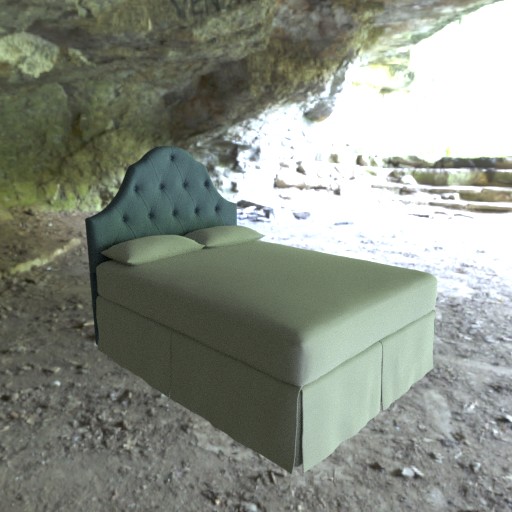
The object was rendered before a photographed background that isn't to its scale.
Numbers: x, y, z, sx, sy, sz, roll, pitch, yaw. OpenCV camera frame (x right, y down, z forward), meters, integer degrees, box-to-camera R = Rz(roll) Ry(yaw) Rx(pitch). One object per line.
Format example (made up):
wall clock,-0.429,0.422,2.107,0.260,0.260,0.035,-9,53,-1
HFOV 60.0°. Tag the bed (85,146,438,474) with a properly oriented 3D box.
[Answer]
bed,0.000,0.000,3.221,2.155,1.575,1.636,13,18,43
